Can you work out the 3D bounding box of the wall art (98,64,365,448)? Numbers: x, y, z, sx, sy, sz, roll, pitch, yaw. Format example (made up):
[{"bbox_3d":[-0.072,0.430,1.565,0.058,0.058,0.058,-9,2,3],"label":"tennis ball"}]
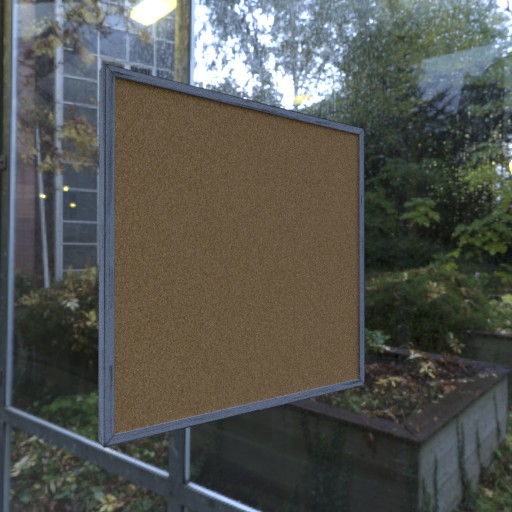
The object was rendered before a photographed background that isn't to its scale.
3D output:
[{"bbox_3d":[0.000,0.000,1.112,0.761,0.761,0.037,0,0,-35],"label":"wall art"}]
